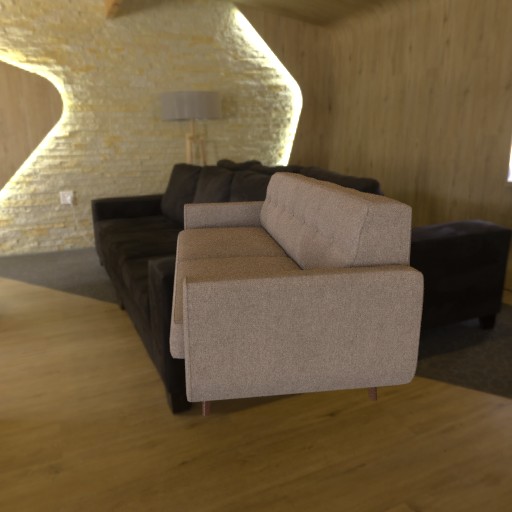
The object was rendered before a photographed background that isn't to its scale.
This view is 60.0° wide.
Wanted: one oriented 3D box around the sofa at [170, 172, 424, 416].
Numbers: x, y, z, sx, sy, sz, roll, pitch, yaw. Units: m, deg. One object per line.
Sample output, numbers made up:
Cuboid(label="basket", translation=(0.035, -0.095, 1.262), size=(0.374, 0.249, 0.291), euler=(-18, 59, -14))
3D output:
Cuboid(label="sofa", translation=(0.000, 0.000, 2.504), size=(0.909, 0.841, 2.029), euler=(-2, 14, -9))
